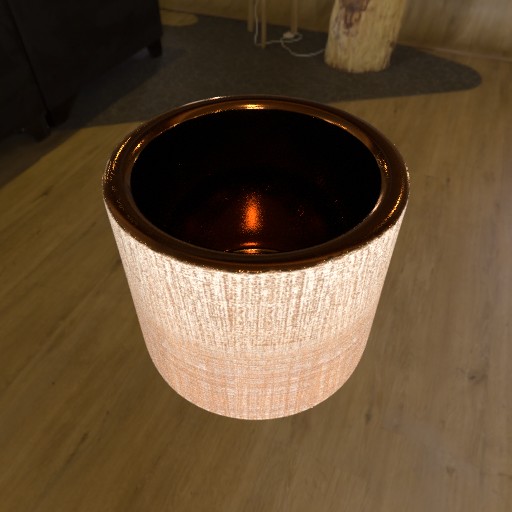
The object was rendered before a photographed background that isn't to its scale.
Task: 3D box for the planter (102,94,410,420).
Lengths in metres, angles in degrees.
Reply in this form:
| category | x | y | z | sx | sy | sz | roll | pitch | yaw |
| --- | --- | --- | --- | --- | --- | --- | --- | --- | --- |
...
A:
| category | x | y | z | sx | sy | sz | roll | pitch | yaw |
| --- | --- | --- | --- | --- | --- | --- | --- | --- | --- |
| planter | 0.000 | 0.000 | 0.312 | 0.177 | 0.157 | 0.177 | 0 | 45 | 0 |
